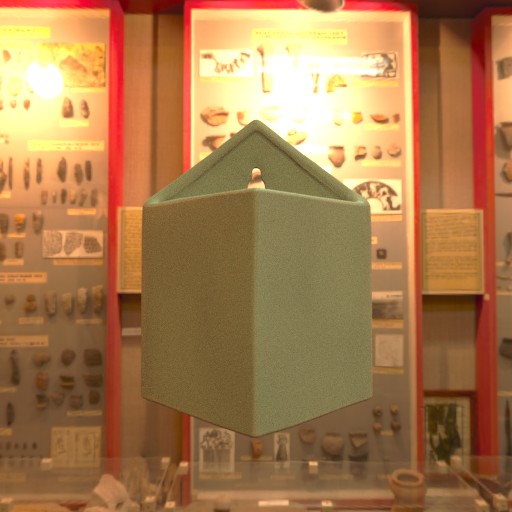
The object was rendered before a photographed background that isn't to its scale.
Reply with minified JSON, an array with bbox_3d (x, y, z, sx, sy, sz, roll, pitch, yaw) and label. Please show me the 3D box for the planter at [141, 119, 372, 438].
[{"bbox_3d":[0.000,0.000,0.279,0.164,0.197,0.079,0,-1,0],"label":"planter"}]
